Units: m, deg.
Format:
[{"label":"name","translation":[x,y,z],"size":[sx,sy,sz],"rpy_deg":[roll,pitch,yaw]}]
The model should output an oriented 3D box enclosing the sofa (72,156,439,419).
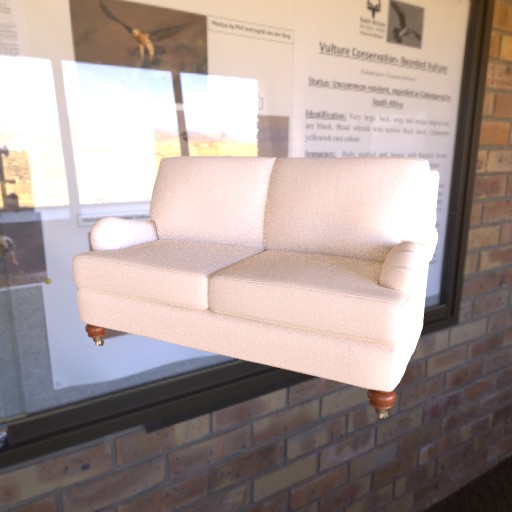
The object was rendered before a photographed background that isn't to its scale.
[{"label":"sofa","translation":[0.000,0.000,2.521],"size":[1.853,1.101,1.084],"rpy_deg":[6,15,26]}]
